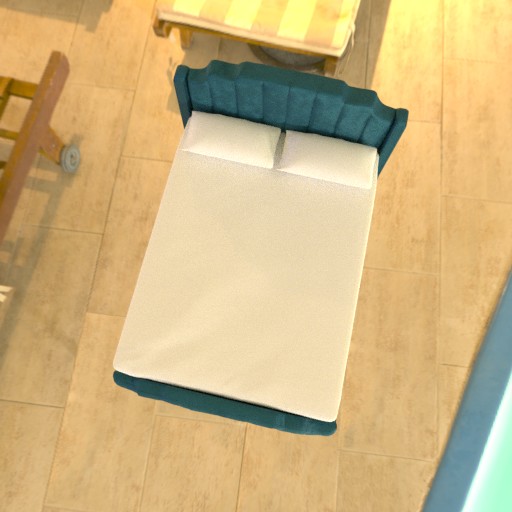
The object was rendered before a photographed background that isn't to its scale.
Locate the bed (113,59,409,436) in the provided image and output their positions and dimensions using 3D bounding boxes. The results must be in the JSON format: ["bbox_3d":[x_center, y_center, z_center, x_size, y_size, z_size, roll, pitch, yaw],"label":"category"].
[{"bbox_3d":[0.000,0.000,3.315,1.678,1.338,2.322,12,76,3],"label":"bed"}]
